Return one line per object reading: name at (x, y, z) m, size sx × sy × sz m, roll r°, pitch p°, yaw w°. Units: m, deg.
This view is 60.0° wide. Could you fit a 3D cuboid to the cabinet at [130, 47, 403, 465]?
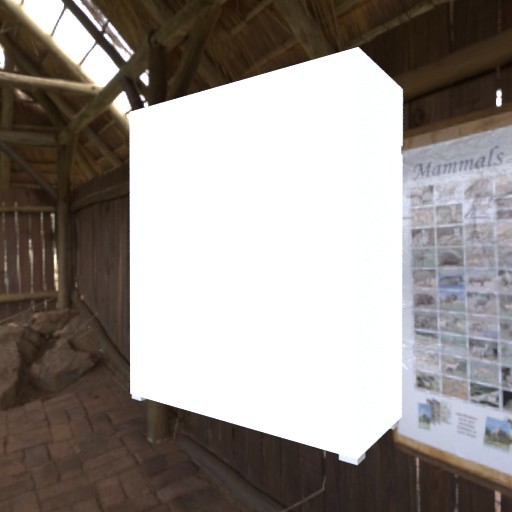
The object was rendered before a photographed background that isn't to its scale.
cabinet at (0.000, 0.000, 1.713) m, size 1.000 × 1.190 × 0.400 m, roll 0°, pitch 1°, yaw 36°
